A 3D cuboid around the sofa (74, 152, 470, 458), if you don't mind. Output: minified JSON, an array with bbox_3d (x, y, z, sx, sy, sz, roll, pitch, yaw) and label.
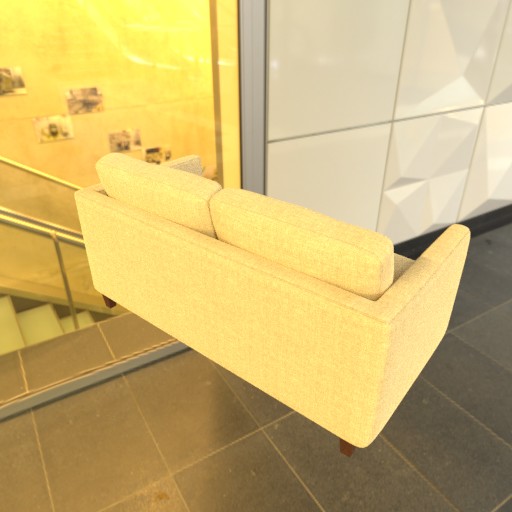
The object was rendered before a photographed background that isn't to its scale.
[{"bbox_3d":[0.000,0.000,2.385,1.884,0.963,0.950,22,36,33],"label":"sofa"}]
